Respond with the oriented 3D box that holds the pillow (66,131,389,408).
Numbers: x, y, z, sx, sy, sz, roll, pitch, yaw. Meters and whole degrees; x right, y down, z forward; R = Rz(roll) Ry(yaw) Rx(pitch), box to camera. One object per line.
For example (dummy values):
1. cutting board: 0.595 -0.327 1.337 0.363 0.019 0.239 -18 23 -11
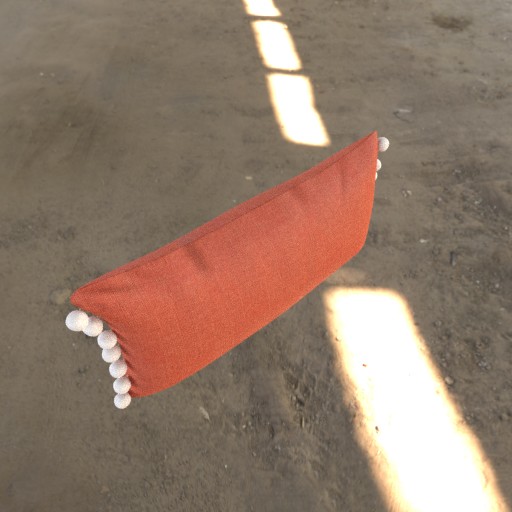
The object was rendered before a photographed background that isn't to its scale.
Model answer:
1. pillow: 0.000 0.000 0.858 0.709 0.322 0.201 -33 55 -27
